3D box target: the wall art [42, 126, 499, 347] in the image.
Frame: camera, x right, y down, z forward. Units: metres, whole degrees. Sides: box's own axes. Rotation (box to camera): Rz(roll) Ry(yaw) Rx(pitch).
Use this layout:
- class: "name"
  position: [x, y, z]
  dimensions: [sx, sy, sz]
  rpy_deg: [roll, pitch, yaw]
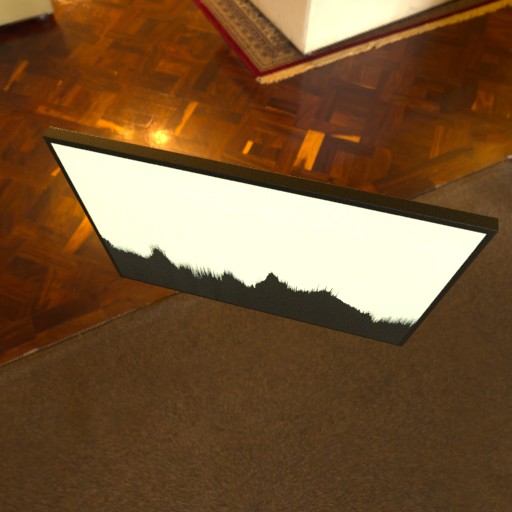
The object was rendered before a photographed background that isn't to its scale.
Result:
- class: "wall art"
  position: [0.000, 0.000, 0.816]
  dimensions: [0.659, 0.446, 0.022]
  rpy_deg: [13, 60, 8]
